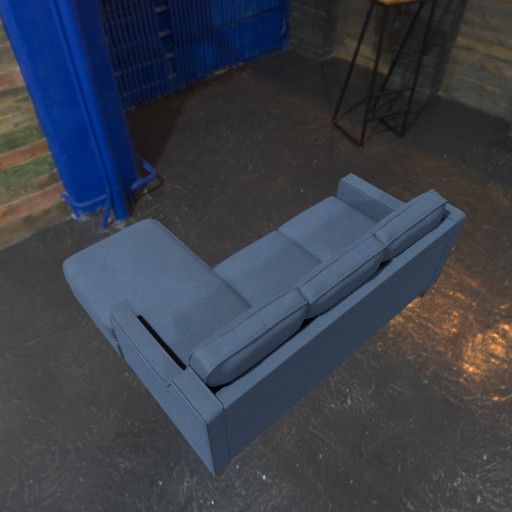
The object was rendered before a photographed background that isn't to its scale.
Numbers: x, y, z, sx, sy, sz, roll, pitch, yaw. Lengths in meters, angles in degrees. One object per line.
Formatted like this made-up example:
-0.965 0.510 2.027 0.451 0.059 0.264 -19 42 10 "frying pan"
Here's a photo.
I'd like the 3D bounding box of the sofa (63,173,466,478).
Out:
0.000 0.000 3.307 2.317 1.066 1.858 -32 54 -27 "sofa"
